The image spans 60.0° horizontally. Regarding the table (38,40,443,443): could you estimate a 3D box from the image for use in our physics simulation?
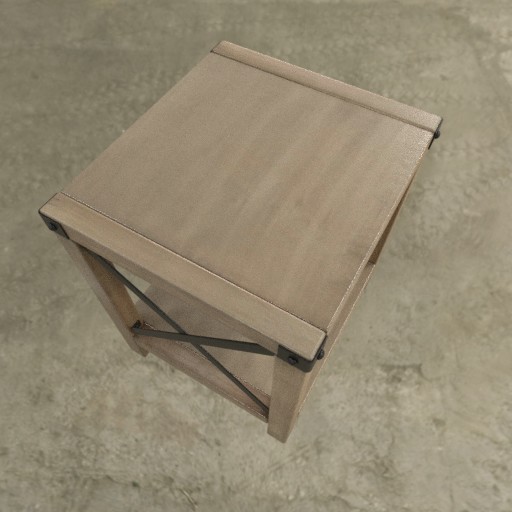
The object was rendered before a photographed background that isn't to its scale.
[{"bbox_3d":[0.000,0.000,0.929,0.459,0.561,0.510,26,61,16],"label":"table"}]
